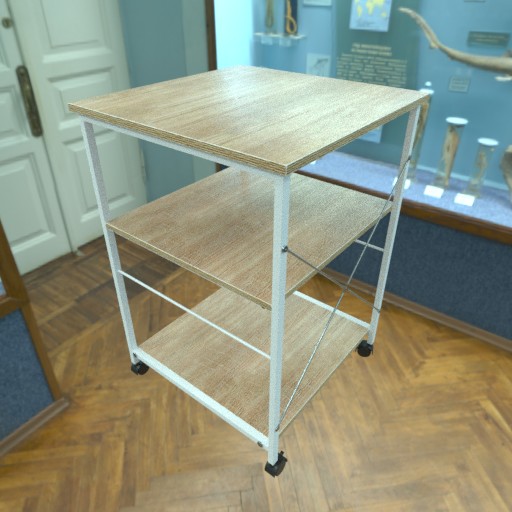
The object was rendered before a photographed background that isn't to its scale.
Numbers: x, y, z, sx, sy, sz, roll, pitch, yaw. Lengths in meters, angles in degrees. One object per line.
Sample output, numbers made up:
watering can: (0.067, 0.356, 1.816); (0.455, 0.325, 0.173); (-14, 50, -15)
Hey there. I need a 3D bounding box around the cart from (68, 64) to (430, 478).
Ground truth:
cart: (0.000, 0.000, 1.101); (0.520, 0.762, 0.521); (24, 40, 32)
